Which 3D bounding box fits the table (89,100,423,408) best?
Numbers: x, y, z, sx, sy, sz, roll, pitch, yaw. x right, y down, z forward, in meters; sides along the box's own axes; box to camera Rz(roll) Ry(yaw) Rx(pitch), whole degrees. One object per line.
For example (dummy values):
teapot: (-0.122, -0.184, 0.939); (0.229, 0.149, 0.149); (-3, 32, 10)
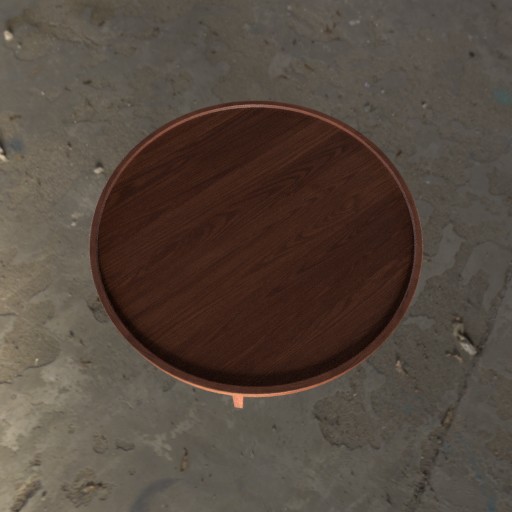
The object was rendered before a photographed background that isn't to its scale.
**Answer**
table: (0.000, 0.000, 1.237); (0.800, 0.360, 0.800); (0, 64, 0)
